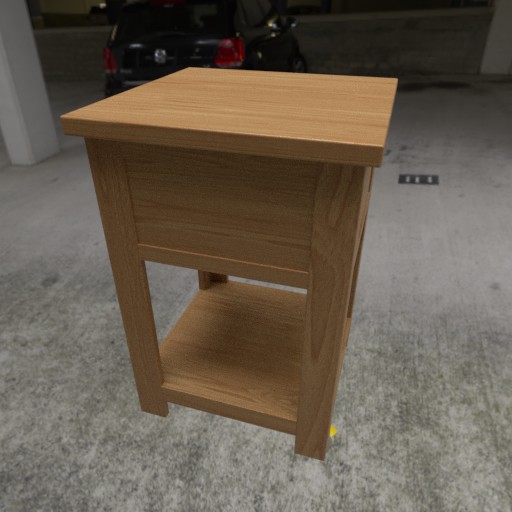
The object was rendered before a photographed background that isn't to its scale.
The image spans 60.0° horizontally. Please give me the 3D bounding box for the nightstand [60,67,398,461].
[{"bbox_3d":[0.000,0.000,0.876,0.428,0.614,0.418,9,33,15],"label":"nightstand"}]
